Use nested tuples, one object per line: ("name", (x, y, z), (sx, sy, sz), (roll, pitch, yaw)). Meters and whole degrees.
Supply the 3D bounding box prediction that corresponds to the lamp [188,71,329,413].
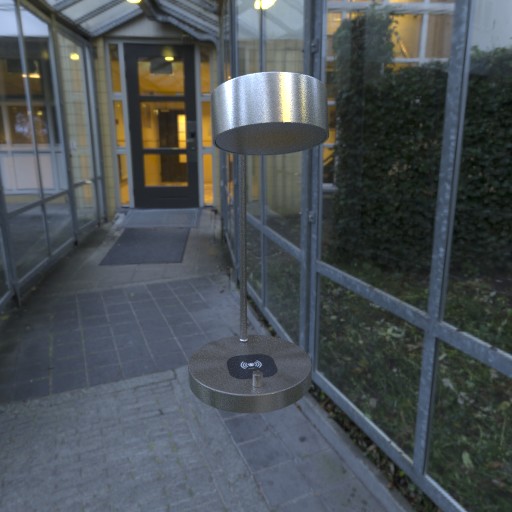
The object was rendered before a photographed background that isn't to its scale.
("lamp", (0.000, 0.000, 0.651), (0.211, 0.469, 0.334), (-2, 15, -9))
